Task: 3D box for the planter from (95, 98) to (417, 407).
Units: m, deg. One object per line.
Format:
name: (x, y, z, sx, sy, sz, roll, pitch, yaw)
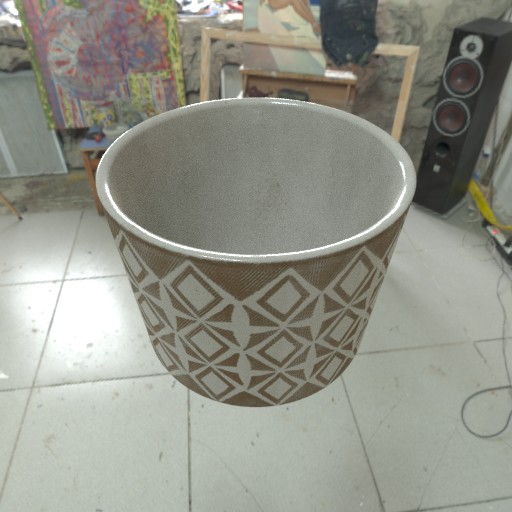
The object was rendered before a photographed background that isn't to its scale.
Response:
planter: (0.000, 0.000, 0.444, 0.260, 0.220, 0.260, 0, 41, 0)
